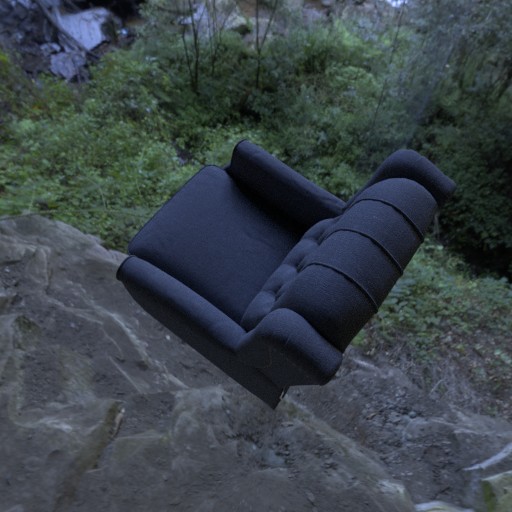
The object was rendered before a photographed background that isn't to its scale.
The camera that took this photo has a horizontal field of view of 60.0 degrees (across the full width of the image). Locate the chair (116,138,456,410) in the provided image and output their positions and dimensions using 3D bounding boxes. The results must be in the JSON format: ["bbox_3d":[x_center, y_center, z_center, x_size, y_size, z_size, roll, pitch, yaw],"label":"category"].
[{"bbox_3d":[0.000,0.000,1.602,0.898,1.035,0.742,34,69,15],"label":"chair"}]
